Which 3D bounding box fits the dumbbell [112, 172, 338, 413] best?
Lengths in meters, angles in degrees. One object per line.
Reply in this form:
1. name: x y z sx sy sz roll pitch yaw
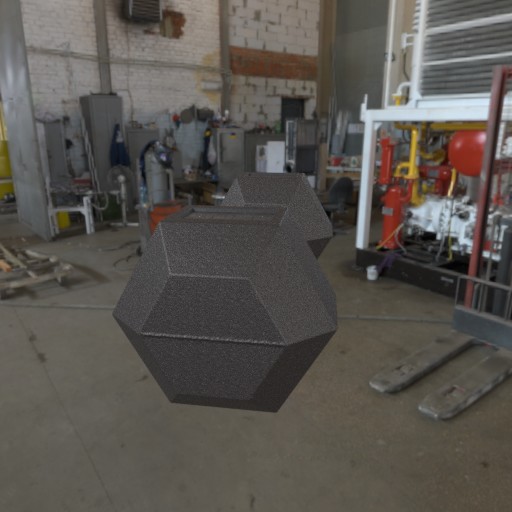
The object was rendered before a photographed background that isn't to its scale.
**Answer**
1. dumbbell: 0.000 0.000 0.409 0.142 0.123 0.337 2 17 8
